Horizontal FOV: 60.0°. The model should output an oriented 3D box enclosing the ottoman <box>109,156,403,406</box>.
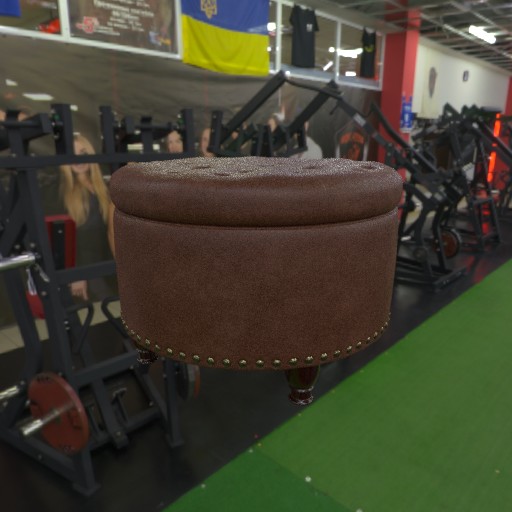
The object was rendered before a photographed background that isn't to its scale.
[{"bbox_3d":[0.000,0.000,1.055,0.637,0.442,0.637,0,16,0],"label":"ottoman"}]
